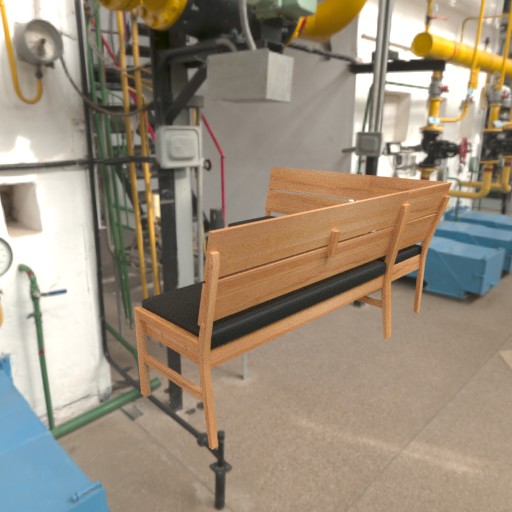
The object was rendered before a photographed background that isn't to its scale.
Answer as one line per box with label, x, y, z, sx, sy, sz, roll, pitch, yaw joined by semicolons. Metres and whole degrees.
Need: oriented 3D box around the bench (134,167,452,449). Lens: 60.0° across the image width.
bench;0.000;0.000;2.786;1.948;0.890;1.548;-16;22;-42
